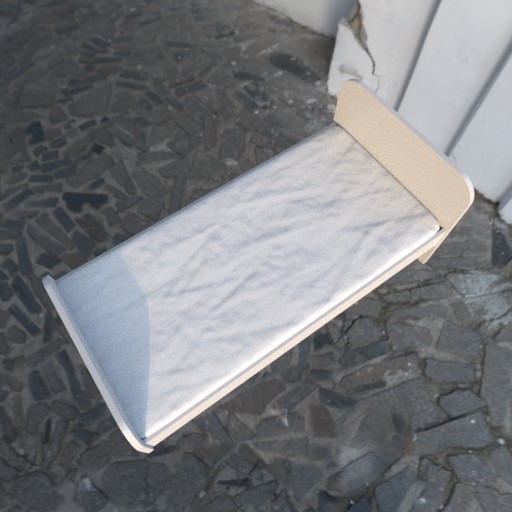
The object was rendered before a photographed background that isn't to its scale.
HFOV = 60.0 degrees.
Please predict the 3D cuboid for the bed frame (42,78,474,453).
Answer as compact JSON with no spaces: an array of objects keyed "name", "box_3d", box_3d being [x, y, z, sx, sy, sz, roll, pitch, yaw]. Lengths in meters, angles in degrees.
[{"name":"bed frame","box_3d":[0.000,0.000,2.408,1.963,0.805,0.998,-32,68,-15]}]
